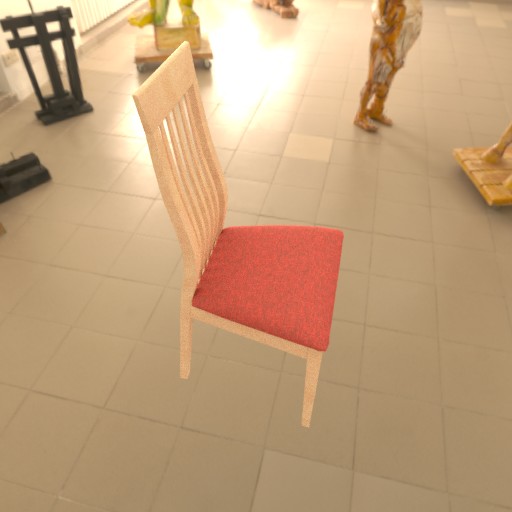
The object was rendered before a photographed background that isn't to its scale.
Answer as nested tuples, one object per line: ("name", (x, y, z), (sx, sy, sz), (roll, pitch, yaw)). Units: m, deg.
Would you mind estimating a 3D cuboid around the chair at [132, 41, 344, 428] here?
("chair", (0.000, 0.000, 1.252), (0.474, 1.027, 0.460), (9, 45, 9))
